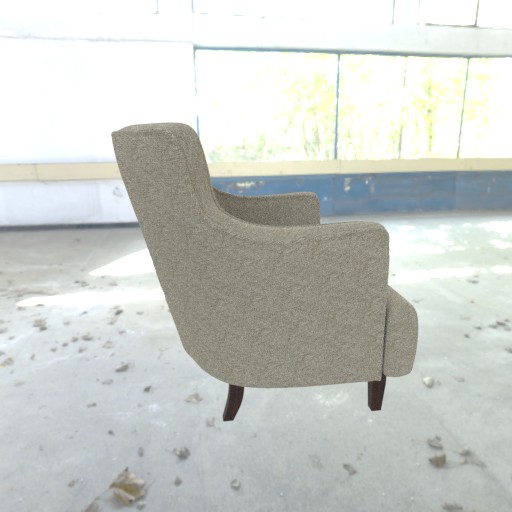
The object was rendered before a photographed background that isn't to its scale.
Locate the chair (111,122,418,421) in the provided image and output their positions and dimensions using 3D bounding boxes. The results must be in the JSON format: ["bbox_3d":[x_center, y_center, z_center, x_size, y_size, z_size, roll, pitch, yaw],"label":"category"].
[{"bbox_3d":[0.000,0.000,1.636,0.910,0.920,0.820,-2,16,-8],"label":"chair"}]
